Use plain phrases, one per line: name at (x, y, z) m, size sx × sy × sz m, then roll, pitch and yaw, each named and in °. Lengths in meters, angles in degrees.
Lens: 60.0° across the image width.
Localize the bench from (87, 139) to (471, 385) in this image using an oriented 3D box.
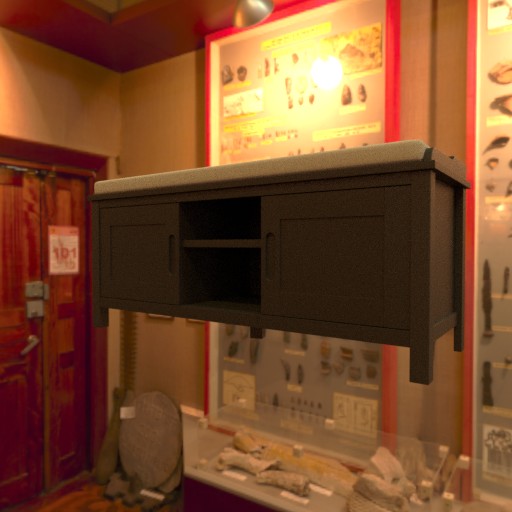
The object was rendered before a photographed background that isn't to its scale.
bench at (0.000, 0.000, 1.368) m, size 1.140 × 0.501 × 0.398 m, roll 1°, pitch 2°, yaw 35°
